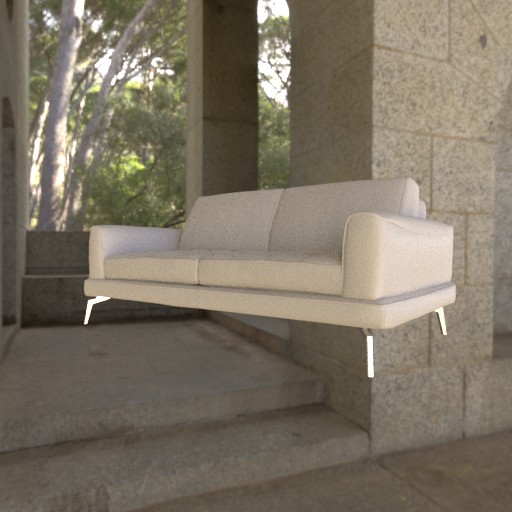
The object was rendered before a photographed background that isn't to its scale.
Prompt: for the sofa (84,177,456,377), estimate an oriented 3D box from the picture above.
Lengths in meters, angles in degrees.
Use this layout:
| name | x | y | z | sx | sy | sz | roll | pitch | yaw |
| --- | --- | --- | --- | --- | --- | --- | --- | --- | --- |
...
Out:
| name | x | y | z | sx | sy | sz | roll | pitch | yaw |
| --- | --- | --- | --- | --- | --- | --- | --- | --- | --- |
| sofa | 0.000 | 0.000 | 2.793 | 2.177 | 0.930 | 1.121 | 1 | 1 | 38 |
